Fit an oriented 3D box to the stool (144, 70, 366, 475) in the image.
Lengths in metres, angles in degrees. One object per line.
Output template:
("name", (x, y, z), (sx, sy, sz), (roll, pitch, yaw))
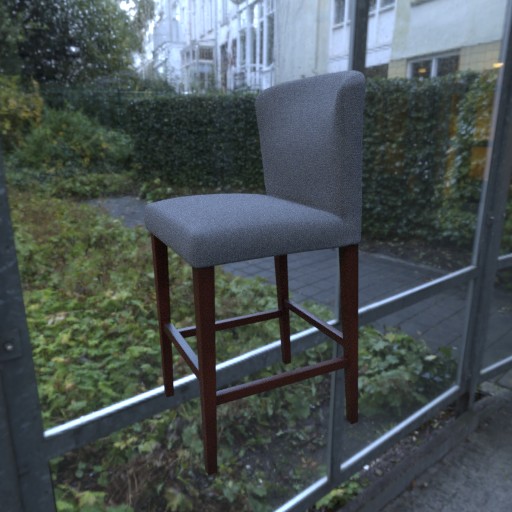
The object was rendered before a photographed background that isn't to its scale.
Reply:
("stool", (0.000, 0.000, 1.358), (0.568, 1.069, 0.486), (-8, 18, -26))
